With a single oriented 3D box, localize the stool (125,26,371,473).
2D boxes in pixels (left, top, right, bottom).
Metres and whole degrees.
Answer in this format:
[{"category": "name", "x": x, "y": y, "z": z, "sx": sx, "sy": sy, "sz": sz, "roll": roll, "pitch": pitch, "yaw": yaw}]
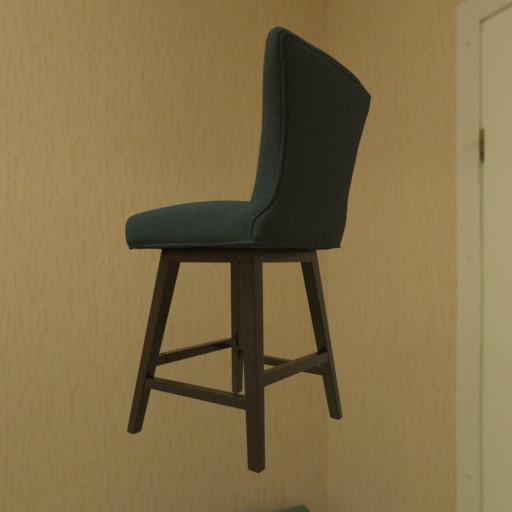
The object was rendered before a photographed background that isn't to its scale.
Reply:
[{"category": "stool", "x": 0.000, "y": 0.000, "z": 1.293, "sx": 0.574, "sy": 1.000, "sz": 0.514, "roll": 0, "pitch": 0, "yaw": 36}]
